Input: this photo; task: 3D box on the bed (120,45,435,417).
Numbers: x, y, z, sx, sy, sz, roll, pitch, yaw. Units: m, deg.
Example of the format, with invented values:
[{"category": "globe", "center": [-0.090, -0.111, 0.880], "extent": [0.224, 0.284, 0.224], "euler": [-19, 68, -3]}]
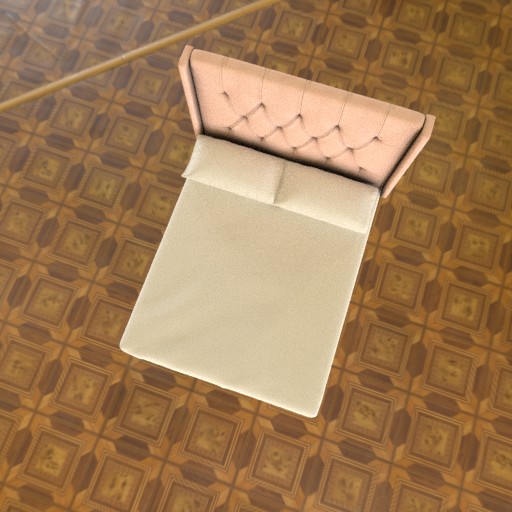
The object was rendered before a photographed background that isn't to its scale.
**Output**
[{"category": "bed", "center": [0.000, 0.000, 3.412], "extent": [1.719, 1.665, 2.066], "euler": [18, 76, 5]}]
